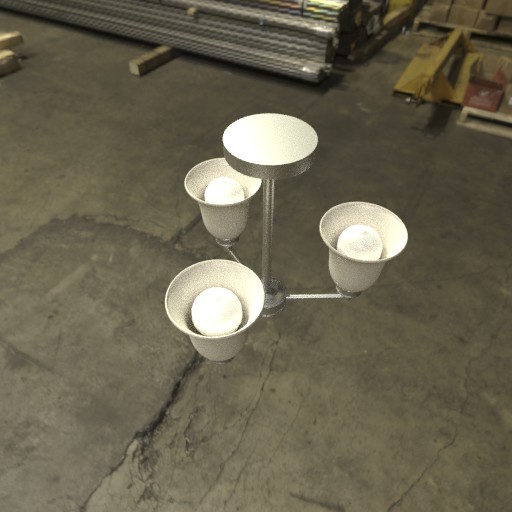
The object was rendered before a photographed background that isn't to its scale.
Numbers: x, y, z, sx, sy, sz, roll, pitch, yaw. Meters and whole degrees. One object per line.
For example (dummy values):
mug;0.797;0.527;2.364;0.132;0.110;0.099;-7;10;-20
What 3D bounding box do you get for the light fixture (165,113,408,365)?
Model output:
light fixture;0.000;0.000;0.675;0.388;0.370;0.354;22;51;20
